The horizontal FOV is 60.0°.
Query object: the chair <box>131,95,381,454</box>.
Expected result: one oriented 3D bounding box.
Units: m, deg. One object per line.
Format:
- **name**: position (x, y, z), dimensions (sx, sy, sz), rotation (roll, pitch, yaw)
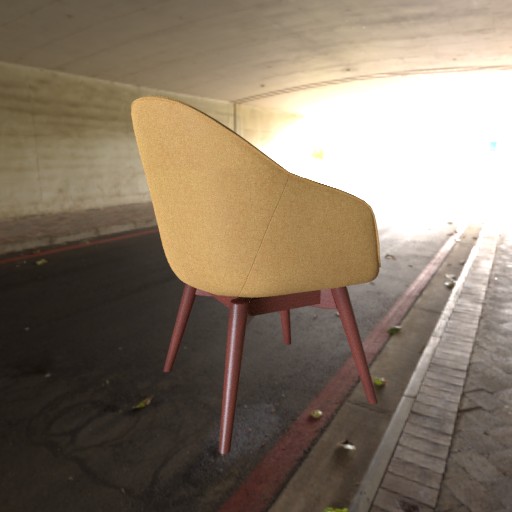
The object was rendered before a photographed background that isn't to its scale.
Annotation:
- **chair**: position (0.000, 0.000, 1.266), dimensions (0.635, 0.823, 0.596), rotation (-7, 14, -27)
